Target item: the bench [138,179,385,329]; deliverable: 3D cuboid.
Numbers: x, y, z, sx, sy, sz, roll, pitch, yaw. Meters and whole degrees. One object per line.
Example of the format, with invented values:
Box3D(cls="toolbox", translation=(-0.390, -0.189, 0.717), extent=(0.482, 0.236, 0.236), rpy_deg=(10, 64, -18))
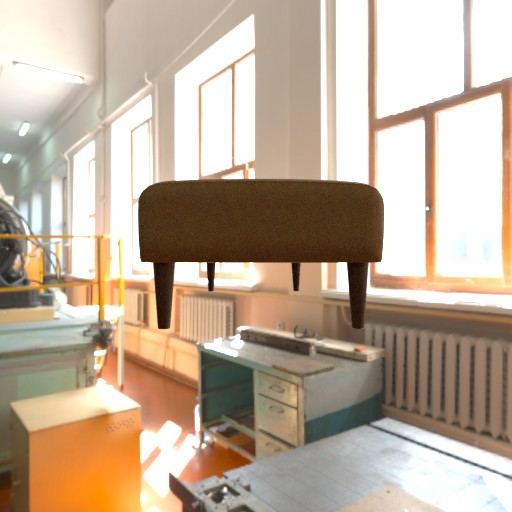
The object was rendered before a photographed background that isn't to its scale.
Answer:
Box3D(cls="bench", translation=(0.000, 0.000, 1.905), extent=(0.653, 0.399, 1.610), rpy_deg=(0, -1, -1))
